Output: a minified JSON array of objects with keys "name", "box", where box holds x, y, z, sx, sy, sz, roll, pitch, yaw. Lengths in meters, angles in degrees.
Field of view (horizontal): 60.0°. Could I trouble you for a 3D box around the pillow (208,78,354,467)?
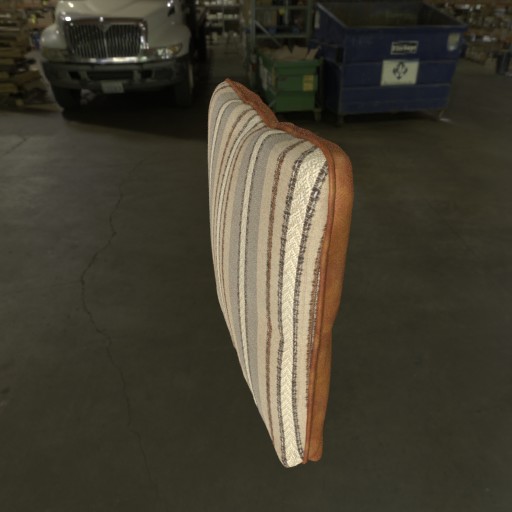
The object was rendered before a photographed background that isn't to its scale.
[{"name":"pillow","box":[0.000,0.000,0.729,0.130,0.490,0.489,-8,31,-14]}]
